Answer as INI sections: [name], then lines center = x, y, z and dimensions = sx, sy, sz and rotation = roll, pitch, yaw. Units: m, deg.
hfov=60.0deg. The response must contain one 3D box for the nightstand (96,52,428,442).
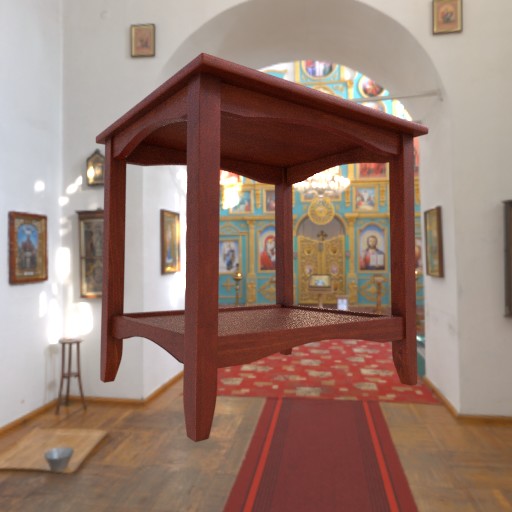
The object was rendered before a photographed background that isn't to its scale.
[nightstand]
center = 0.000, 0.000, 0.986
dimensions = 0.558, 0.558, 0.501
rotation = 1, -2, -36
